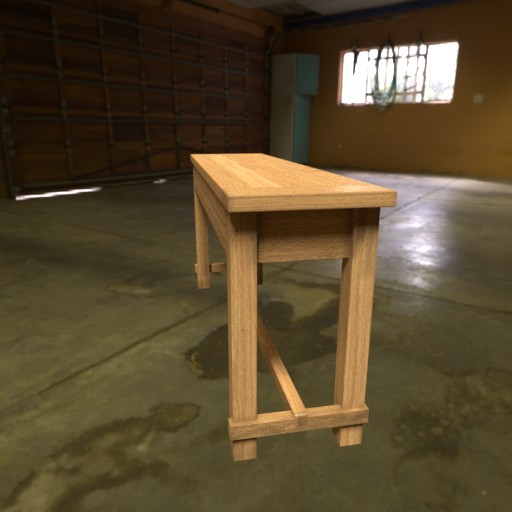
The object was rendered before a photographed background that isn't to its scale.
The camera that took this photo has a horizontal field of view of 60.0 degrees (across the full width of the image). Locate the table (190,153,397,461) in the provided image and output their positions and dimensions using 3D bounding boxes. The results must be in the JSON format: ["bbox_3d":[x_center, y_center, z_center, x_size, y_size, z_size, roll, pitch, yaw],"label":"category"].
[{"bbox_3d":[0.000,0.000,1.890,0.442,0.762,1.599,-3,17,-11],"label":"table"}]
